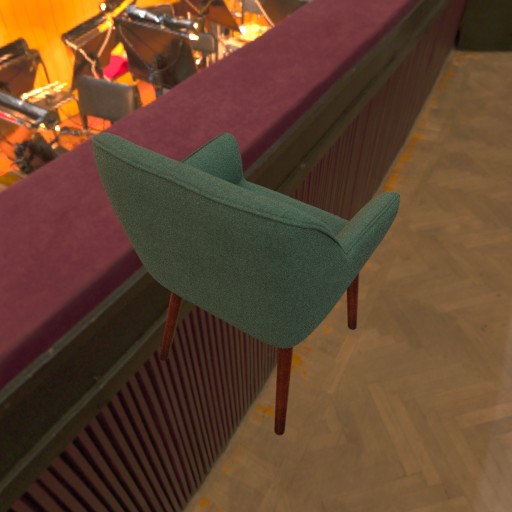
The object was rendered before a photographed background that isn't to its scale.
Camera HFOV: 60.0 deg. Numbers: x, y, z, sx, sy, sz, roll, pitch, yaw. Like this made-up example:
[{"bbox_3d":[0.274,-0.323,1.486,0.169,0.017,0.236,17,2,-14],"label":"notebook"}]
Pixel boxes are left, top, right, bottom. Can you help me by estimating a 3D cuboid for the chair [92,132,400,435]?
[{"bbox_3d":[0.000,0.000,1.155,0.543,0.803,0.519,25,51,23],"label":"chair"}]
